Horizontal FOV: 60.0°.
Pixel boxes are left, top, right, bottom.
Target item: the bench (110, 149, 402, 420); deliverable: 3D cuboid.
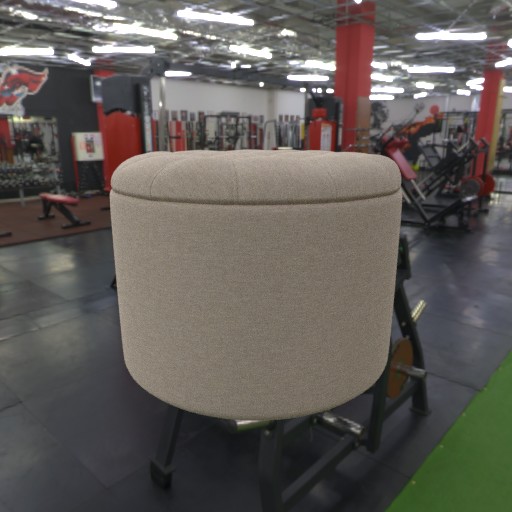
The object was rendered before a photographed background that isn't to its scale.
[{"bbox_3d":[0.000,0.000,0.989,0.600,0.454,0.600,0,15,0],"label":"bench"}]
